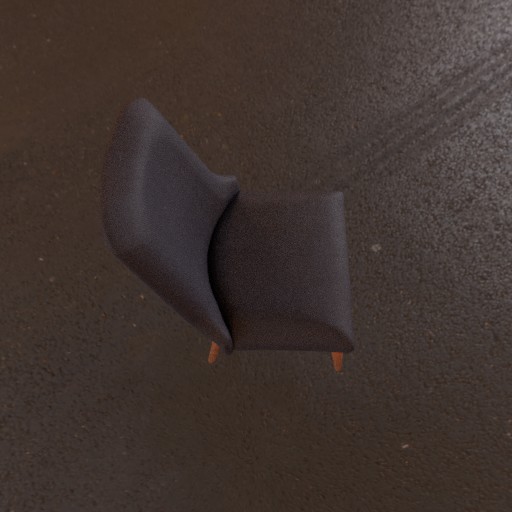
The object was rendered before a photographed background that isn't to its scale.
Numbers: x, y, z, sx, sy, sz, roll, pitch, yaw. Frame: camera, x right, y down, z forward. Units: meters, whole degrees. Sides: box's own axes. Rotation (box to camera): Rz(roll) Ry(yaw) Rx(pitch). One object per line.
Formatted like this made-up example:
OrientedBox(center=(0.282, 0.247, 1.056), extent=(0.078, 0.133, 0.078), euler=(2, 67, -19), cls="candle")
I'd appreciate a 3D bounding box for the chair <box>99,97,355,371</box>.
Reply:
OrientedBox(center=(0.000, 0.000, 1.178), extent=(0.567, 0.820, 0.504), euler=(1, 65, 0), cls="chair")
